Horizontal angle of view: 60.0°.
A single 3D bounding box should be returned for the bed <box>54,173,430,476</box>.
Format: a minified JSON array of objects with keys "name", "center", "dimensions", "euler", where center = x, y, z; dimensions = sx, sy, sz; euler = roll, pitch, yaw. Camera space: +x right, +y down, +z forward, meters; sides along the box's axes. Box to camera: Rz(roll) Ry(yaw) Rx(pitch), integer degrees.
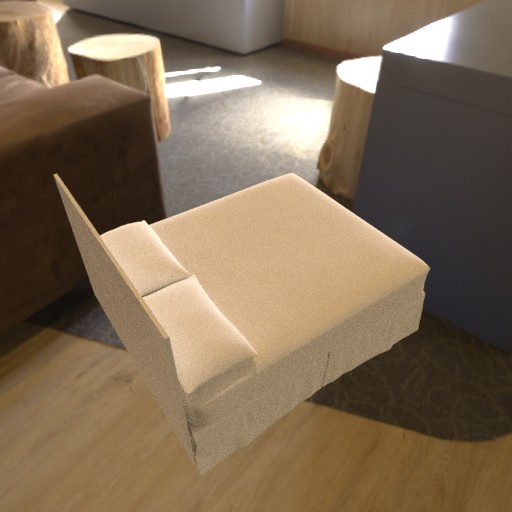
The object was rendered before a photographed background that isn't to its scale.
[{"name":"bed","center":[0.000,0.000,3.252],"dimensions":[2.094,1.335,1.745],"euler":[-25,47,-25]}]
